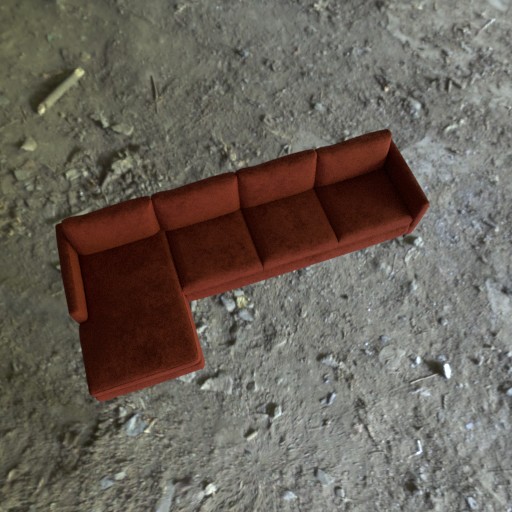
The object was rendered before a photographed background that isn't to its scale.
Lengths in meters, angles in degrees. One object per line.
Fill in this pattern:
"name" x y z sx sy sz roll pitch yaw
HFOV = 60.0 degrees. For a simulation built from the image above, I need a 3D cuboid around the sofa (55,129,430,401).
"sofa" 0.000 0.000 3.002 2.467 0.663 1.136 -17 66 -8
